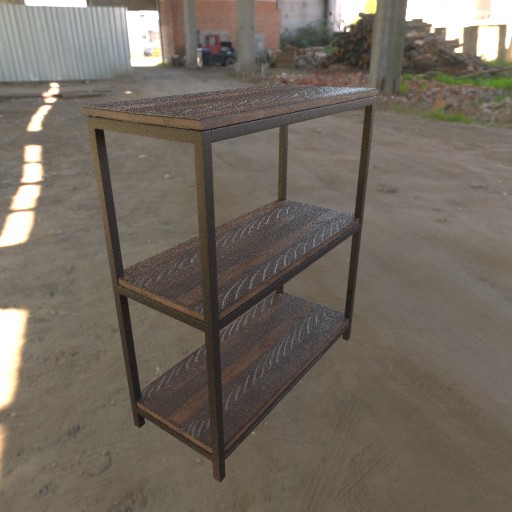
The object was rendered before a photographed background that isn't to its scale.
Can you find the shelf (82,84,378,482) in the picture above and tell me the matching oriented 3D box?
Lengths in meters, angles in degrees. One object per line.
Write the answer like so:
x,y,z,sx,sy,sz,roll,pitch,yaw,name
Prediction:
0.000,0.000,1.386,0.352,0.947,0.822,17,30,32,shelf
